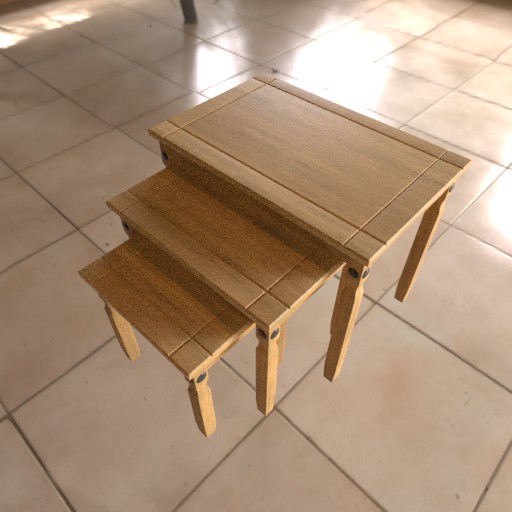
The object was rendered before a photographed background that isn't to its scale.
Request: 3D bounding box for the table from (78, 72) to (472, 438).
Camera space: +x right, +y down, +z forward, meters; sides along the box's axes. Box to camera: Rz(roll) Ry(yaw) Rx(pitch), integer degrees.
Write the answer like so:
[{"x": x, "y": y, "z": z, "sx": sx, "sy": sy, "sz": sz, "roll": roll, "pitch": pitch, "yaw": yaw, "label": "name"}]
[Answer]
[{"x": 0.000, "y": 0.000, "z": 1.188, "sx": 0.660, "sy": 0.535, "sz": 0.773, "roll": 34, "pitch": 56, "yaw": 28, "label": "table"}]
